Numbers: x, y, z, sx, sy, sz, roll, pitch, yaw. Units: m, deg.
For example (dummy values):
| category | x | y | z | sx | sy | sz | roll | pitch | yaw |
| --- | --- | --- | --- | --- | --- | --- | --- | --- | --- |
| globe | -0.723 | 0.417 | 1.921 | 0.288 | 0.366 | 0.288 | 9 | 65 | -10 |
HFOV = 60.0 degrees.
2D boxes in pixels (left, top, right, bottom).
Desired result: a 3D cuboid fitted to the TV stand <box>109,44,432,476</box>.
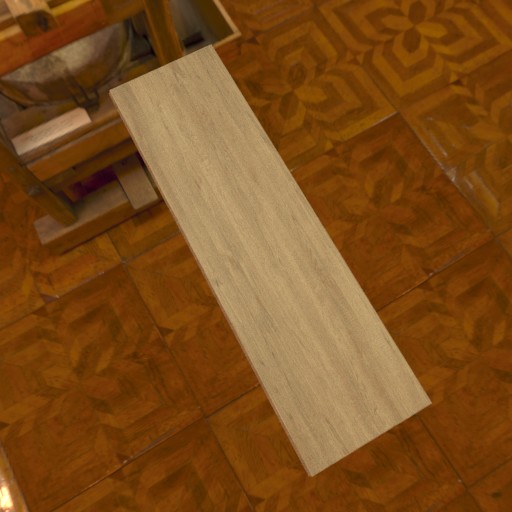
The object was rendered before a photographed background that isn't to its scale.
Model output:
| category | x | y | z | sx | sy | sz | roll | pitch | yaw |
| --- | --- | --- | --- | --- | --- | --- | --- | --- | --- |
| TV stand | 0.000 | 0.000 | 1.594 | 0.401 | 0.565 | 1.313 | -28 | 76 | -7 |
